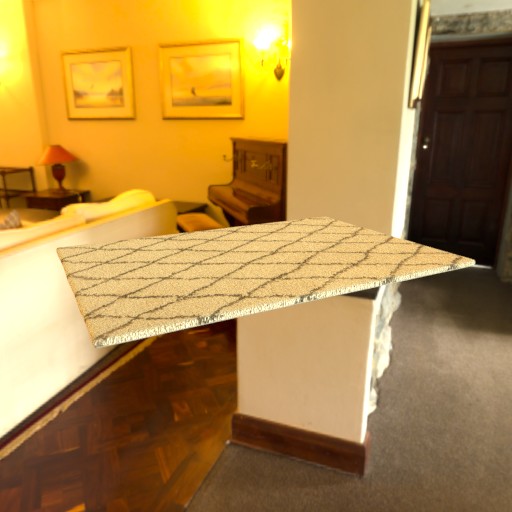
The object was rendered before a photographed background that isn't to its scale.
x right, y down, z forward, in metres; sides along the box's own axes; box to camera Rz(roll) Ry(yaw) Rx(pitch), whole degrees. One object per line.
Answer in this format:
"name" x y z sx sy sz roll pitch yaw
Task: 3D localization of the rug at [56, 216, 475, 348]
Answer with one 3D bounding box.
"rug" 0.000 0.000 2.264 1.778 0.030 1.219 -9 19 -27
